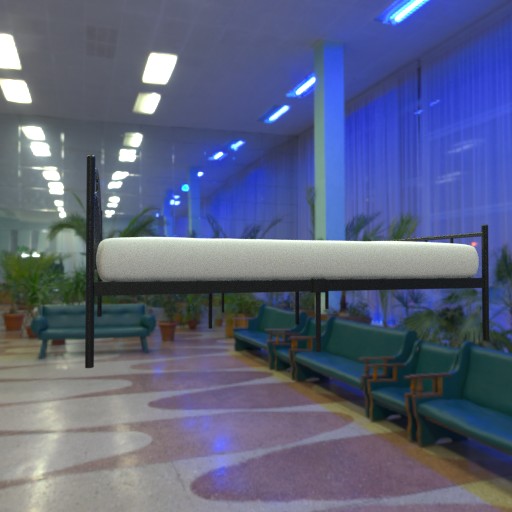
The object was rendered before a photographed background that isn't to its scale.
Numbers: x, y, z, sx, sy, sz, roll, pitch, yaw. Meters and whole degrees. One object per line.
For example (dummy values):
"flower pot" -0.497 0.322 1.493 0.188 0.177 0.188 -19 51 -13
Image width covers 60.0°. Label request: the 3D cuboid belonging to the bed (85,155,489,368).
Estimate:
"bed" 0.000 0.000 2.967 2.040 0.940 1.880 0 -1 -18
